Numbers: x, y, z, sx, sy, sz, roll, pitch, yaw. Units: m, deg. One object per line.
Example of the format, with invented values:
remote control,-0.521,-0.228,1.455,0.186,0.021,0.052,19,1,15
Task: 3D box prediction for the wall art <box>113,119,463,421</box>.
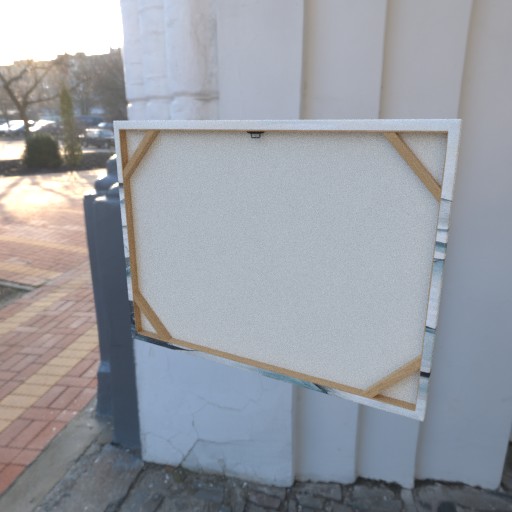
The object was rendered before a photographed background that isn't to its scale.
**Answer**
wall art,0.000,0.000,1.560,1.219,0.915,0.039,9,19,27
